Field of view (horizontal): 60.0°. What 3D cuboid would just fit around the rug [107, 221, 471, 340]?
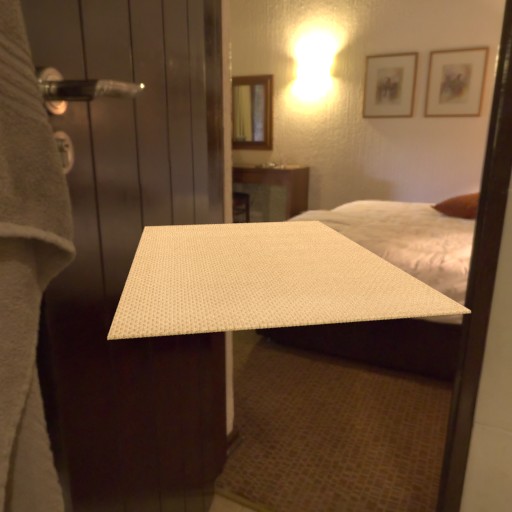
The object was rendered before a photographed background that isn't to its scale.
[{"bbox_3d":[0.000,0.000,2.809,1.509,0.013,2.144,-3,15,-10],"label":"rug"}]
